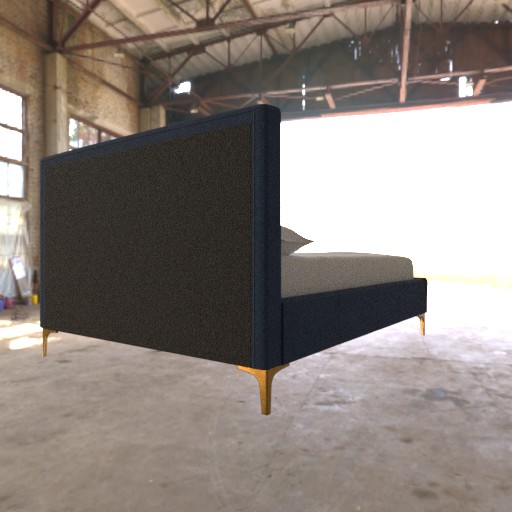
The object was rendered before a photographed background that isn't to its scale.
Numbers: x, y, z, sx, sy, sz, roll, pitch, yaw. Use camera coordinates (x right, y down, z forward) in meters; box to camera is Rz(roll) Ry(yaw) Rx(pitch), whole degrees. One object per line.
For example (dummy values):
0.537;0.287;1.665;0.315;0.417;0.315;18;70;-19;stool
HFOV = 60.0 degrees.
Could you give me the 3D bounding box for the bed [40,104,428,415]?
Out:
0.000;0.000;3.076;1.723;1.231;2.172;0;0;36;bed
